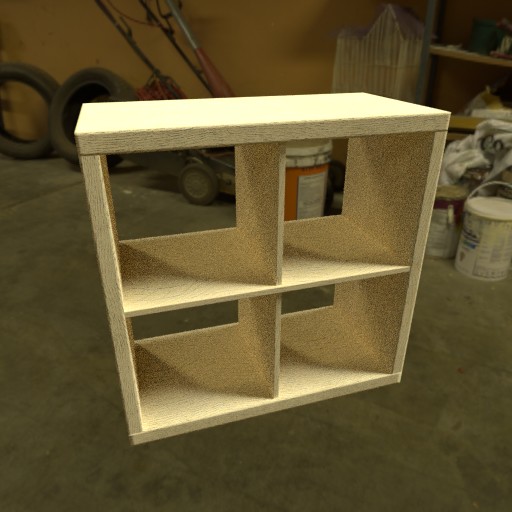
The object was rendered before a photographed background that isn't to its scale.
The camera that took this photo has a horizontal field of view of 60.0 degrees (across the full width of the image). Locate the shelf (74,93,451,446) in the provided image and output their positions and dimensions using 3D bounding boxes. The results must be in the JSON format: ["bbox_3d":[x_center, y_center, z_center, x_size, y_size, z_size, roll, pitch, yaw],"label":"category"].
[{"bbox_3d":[0.000,0.000,1.227,0.790,0.786,0.390,-8,28,-15],"label":"shelf"}]
